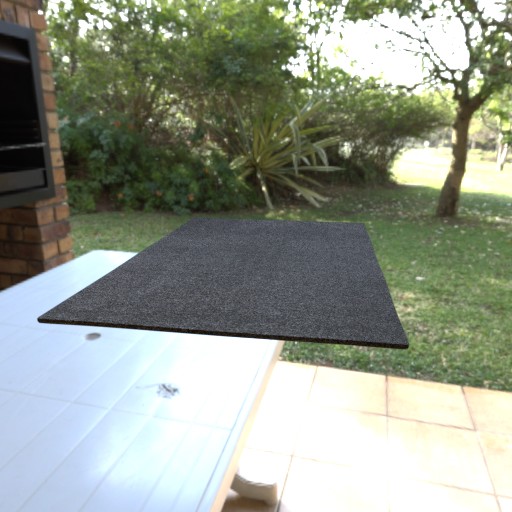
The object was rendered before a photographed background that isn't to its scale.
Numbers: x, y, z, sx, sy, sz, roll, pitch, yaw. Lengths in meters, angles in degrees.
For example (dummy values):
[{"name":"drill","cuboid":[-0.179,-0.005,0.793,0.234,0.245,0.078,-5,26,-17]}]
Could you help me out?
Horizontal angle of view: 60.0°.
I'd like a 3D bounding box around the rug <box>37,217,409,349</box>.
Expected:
[{"name":"rug","cuboid":[0.000,0.000,3.366,1.802,0.026,2.699,3,16,9]}]
